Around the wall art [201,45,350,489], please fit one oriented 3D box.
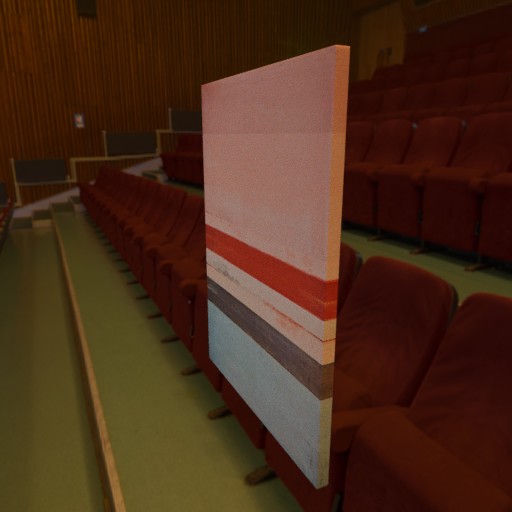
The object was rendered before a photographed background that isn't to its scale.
[{"bbox_3d":[0.000,0.000,1.309,0.039,1.016,0.761,-7,17,-25],"label":"wall art"}]
